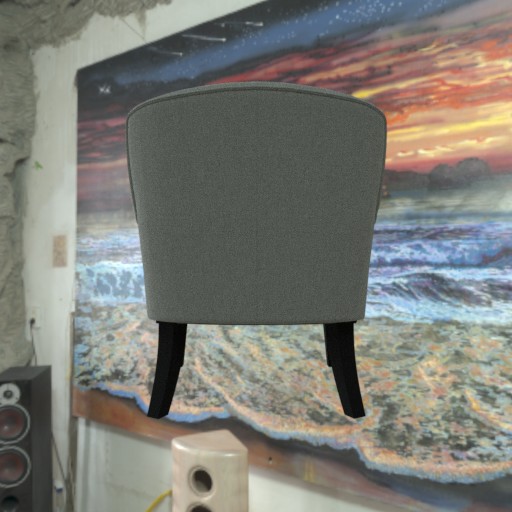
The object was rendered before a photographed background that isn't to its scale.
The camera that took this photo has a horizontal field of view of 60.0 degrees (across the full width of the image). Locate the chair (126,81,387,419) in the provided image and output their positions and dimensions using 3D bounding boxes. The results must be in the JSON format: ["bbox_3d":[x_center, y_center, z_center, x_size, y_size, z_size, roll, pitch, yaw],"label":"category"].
[{"bbox_3d":[0.000,0.000,1.475,0.772,0.880,0.755,0,-1,0],"label":"chair"}]
